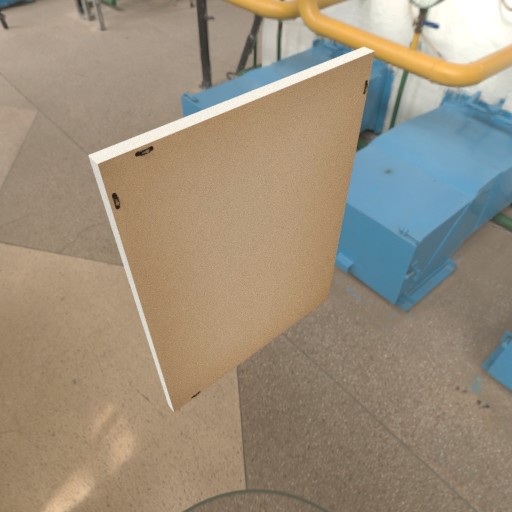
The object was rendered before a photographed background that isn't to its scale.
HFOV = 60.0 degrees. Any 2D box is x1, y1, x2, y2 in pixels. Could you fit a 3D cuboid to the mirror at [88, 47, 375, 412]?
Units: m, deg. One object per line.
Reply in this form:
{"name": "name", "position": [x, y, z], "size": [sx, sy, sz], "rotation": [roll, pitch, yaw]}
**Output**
{"name": "mirror", "position": [0.000, 0.000, 1.330], "size": [0.762, 1.016, 0.041], "rotation": [-31, 54, -26]}
